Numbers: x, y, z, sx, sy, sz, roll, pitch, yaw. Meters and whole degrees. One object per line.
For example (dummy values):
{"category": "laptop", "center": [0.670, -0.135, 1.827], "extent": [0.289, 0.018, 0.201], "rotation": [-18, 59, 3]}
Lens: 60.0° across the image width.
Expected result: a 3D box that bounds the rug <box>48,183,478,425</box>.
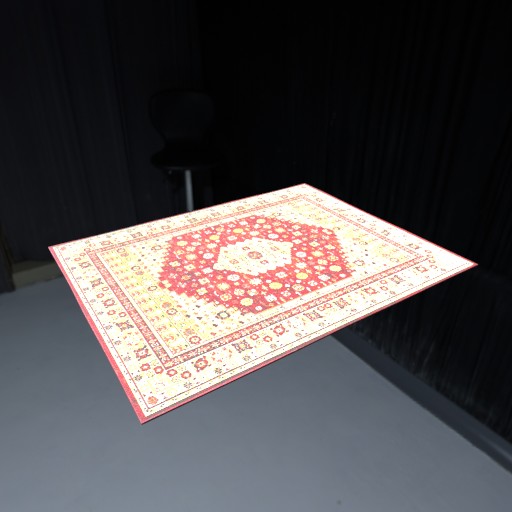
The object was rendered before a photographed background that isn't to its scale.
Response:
{"category": "rug", "center": [0.000, 0.000, 3.984], "extent": [3.053, 0.013, 2.387], "rotation": [-18, 34, -28]}
